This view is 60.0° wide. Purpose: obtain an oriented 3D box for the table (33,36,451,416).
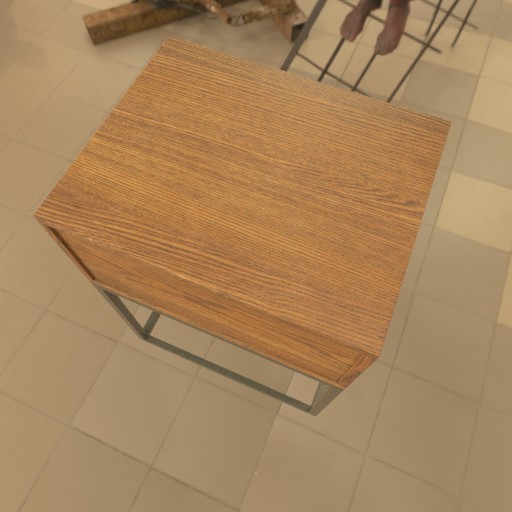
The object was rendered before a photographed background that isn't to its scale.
[{"bbox_3d":[0.000,0.000,0.908,0.482,0.610,0.400,21,66,10],"label":"table"}]
